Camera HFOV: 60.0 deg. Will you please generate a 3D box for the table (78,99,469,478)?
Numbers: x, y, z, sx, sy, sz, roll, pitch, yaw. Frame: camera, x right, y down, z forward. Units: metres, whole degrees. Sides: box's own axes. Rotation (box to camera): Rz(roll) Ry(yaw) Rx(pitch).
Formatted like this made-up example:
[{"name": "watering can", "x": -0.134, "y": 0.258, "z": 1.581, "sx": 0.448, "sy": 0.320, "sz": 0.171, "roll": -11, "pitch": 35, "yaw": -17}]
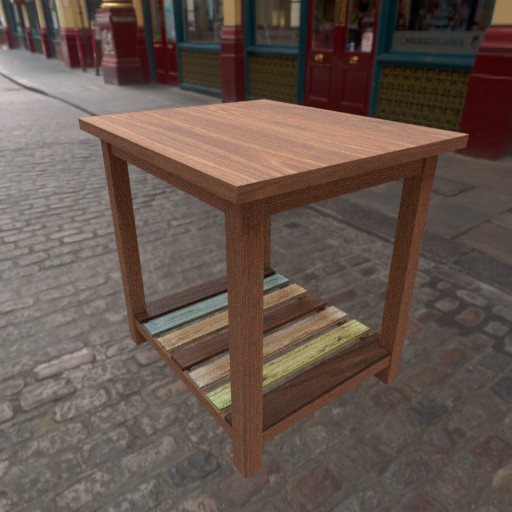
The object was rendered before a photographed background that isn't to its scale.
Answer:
[{"name": "table", "x": 0.000, "y": 0.000, "z": 1.106, "sx": 0.559, "sy": 0.635, "sz": 0.660, "roll": -19, "pitch": 32, "yaw": -32}]
